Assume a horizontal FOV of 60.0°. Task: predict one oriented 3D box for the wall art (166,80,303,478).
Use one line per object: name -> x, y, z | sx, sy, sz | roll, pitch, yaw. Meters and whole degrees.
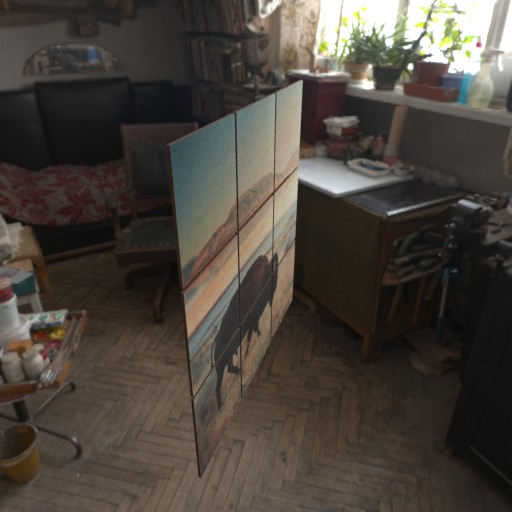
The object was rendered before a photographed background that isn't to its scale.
wall art -> 0.000, 0.000, 2.298 | 0.019, 1.532, 1.533 | 10, 30, 17
